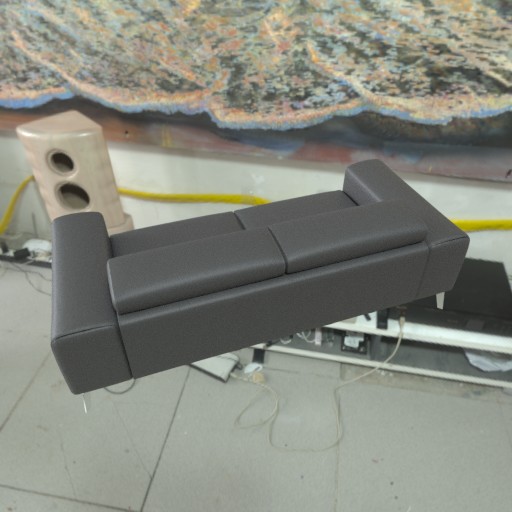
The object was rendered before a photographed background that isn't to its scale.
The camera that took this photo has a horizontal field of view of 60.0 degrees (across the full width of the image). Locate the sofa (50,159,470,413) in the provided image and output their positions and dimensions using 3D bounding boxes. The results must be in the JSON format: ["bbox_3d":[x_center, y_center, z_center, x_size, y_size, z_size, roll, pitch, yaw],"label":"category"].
[{"bbox_3d":[0.000,0.000,2.756,2.321,0.759,1.023,-13,42,-15],"label":"sofa"}]
